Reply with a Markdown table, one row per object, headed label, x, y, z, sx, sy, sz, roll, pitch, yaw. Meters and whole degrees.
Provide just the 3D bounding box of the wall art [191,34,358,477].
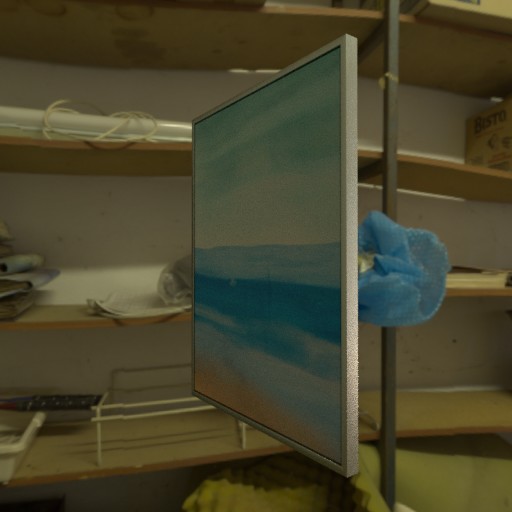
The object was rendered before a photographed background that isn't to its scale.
| label | x | y | z | sx | sy | sz | roll | pitch | yaw |
| --- | --- | --- | --- | --- | --- | --- | --- | --- | --- |
| wall art | 0.000 | 0.000 | 1.399 | 0.041 | 1.062 | 0.803 | 0 | -1 | -35 |
